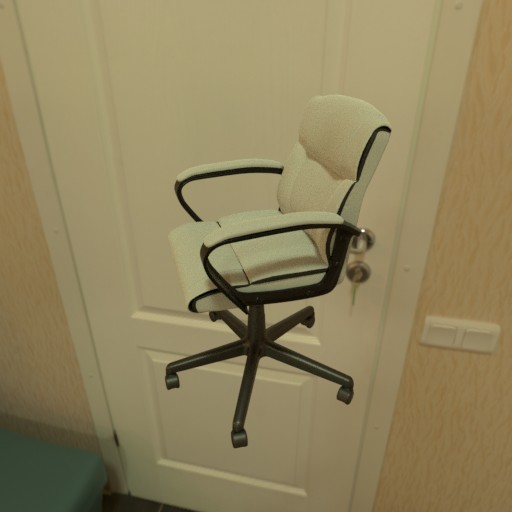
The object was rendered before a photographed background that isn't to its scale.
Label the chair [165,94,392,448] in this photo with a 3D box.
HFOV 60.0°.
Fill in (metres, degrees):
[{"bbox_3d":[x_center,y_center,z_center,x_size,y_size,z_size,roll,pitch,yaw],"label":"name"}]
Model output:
[{"bbox_3d":[0.000,0.000,1.527,0.717,1.004,0.739,-8,30,-14],"label":"chair"}]
